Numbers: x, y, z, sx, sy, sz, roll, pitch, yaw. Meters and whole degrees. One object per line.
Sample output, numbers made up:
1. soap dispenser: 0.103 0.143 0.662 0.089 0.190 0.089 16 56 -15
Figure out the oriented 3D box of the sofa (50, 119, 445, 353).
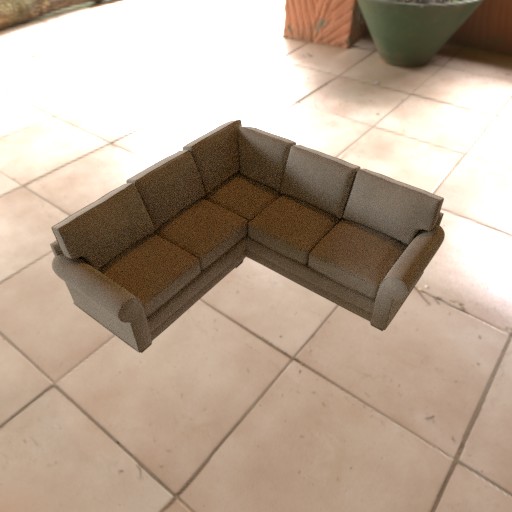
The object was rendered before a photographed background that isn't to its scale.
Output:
1. sofa: 0.000 0.000 3.968 2.569 1.054 2.487 27 50 26
